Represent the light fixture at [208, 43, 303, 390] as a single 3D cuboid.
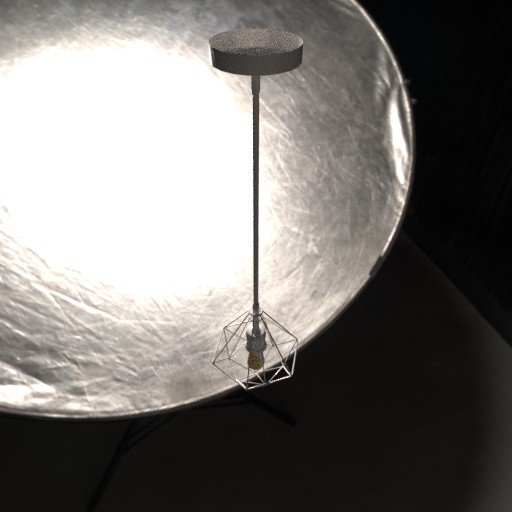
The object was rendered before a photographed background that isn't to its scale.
[{"bbox_3d":[0.000,0.000,1.953,0.487,1.764,0.431,-13,42,-14],"label":"light fixture"}]
